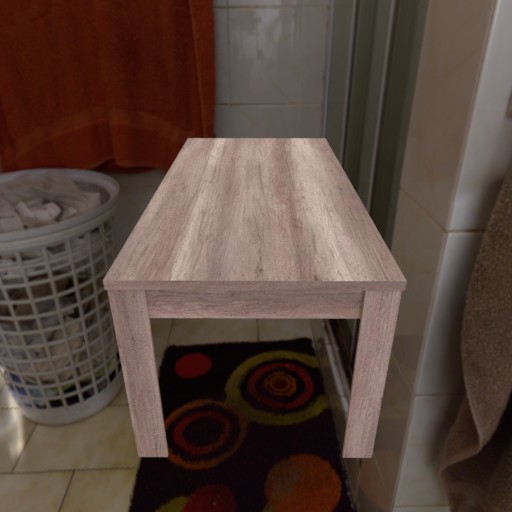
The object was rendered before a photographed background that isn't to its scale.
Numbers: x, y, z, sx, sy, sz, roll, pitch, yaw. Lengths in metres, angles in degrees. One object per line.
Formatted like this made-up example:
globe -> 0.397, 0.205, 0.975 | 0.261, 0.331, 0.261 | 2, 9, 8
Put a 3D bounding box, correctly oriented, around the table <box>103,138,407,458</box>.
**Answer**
table -> 0.000, 0.000, 2.291 | 0.900, 0.790, 1.800 | 0, 28, 0
